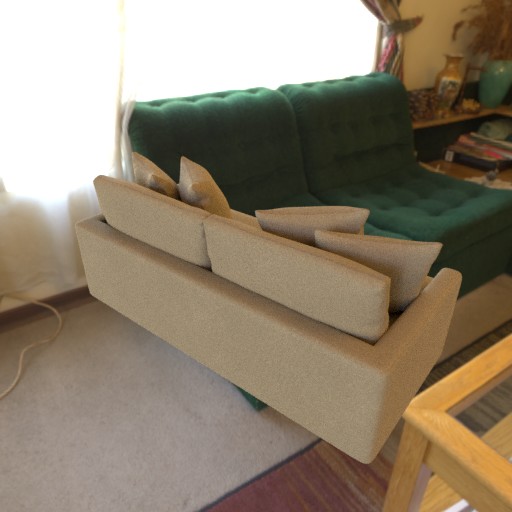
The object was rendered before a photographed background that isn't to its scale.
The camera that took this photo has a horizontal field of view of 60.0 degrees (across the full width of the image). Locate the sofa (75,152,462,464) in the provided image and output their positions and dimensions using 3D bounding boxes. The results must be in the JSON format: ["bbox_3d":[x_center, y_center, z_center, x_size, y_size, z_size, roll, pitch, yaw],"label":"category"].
[{"bbox_3d":[0.000,0.000,2.966,2.380,1.084,1.228,22,36,33],"label":"sofa"}]
